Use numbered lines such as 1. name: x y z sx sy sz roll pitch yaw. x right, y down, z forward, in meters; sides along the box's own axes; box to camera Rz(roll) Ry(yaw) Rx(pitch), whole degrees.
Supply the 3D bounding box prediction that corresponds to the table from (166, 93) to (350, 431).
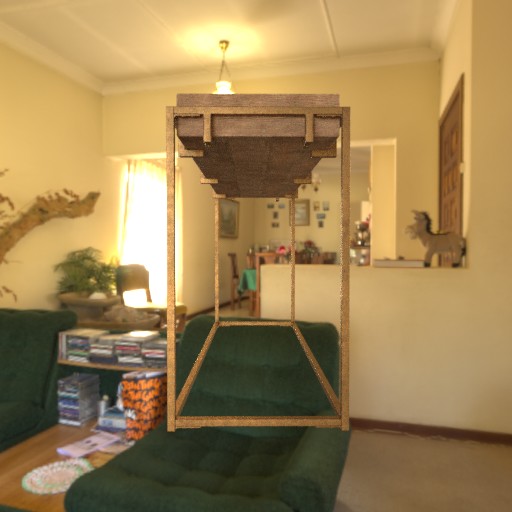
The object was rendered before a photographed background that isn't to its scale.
1. table: 0.000 0.000 1.765 0.440 0.820 1.400 0 1 0
